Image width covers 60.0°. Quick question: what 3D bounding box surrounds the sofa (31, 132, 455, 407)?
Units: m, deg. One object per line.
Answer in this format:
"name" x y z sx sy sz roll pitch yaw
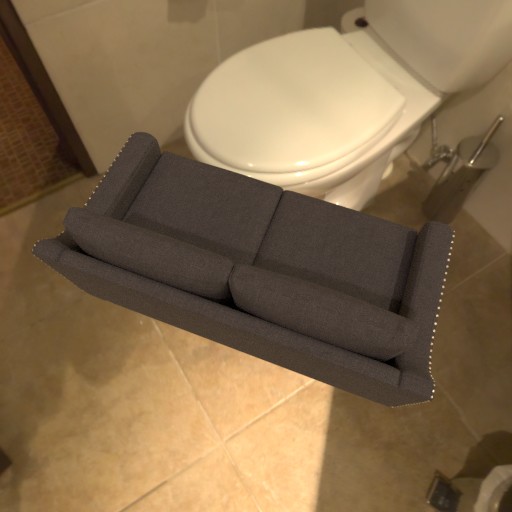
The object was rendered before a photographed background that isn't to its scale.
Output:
"sofa" 0.000 0.000 3.218 2.550 1.196 1.336 19 65 9
